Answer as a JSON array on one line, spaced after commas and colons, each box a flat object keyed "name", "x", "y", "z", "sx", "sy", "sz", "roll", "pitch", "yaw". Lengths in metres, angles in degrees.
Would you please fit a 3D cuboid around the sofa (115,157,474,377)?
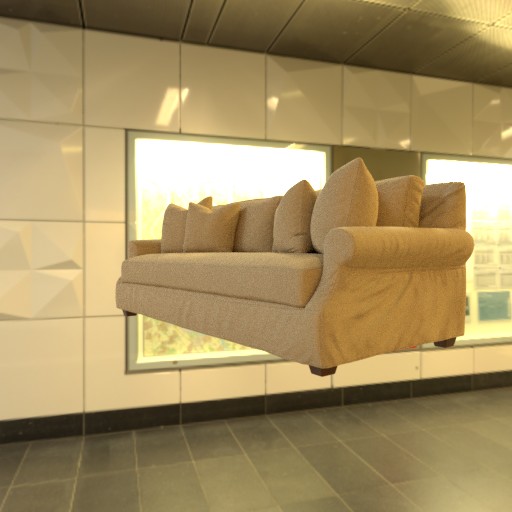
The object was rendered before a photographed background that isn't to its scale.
[{"name": "sofa", "x": 0.000, "y": 0.000, "z": 2.782, "sx": 1.067, "sy": 0.904, "sz": 2.285, "roll": 0, "pitch": 0, "yaw": -37}]
